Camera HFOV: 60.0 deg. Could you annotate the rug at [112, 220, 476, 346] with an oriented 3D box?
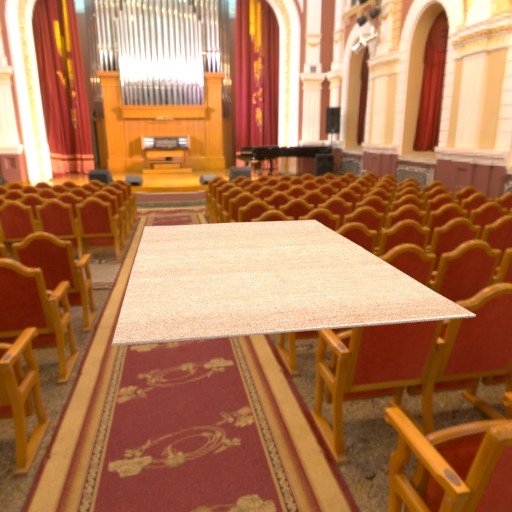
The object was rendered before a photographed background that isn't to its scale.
[{"bbox_3d":[0.000,0.000,2.950,1.574,0.029,2.346,-3,16,-10],"label":"rug"}]
